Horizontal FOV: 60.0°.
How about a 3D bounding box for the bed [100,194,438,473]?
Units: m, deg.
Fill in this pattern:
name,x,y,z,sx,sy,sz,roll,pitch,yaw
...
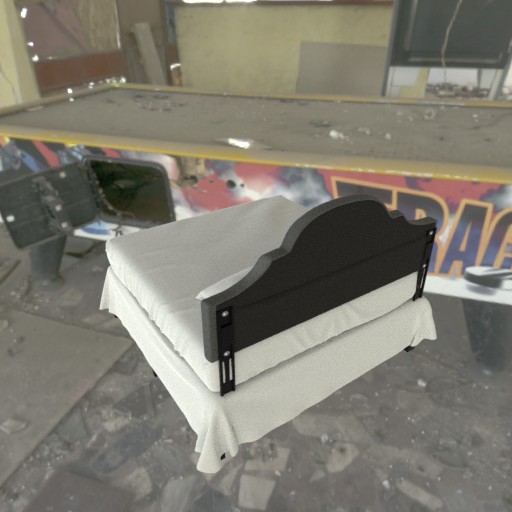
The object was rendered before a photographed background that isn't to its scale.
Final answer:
name,x,y,z,sx,sy,sz,roll,pitch,yaw
bed,0.000,0.000,3.727,2.303,1.631,2.222,-18,34,-30
